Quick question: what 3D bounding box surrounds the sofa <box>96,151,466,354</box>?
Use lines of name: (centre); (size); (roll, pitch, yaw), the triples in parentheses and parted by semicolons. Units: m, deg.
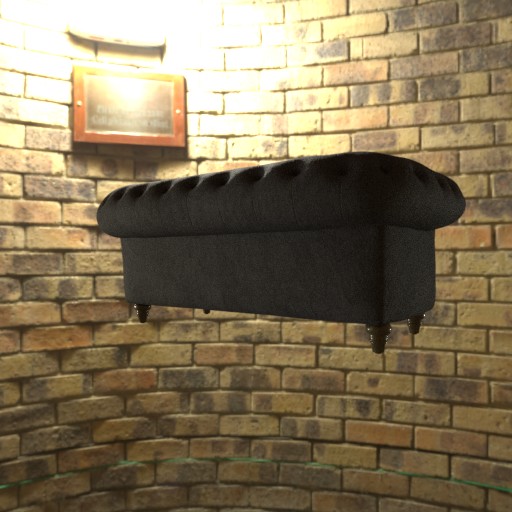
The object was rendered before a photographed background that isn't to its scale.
sofa: (0.000, 0.000, 2.472); (1.988, 0.833, 1.082); (0, -1, 36)
